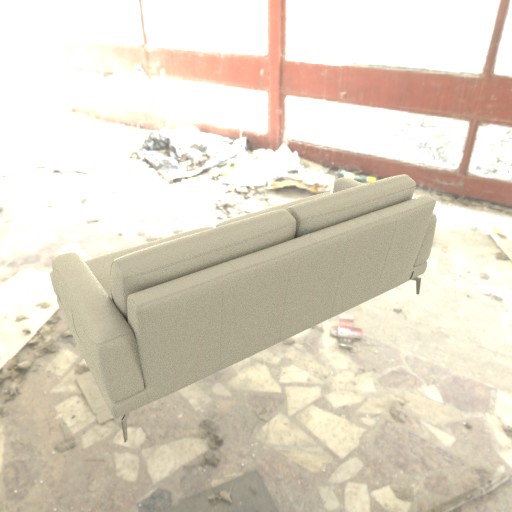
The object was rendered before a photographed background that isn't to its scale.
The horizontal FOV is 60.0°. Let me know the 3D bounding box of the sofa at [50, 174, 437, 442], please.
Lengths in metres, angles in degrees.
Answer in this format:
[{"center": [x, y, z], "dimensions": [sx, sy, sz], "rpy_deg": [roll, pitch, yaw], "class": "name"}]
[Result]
[{"center": [0.000, 0.000, 2.390], "dimensions": [1.940, 0.765, 0.974], "rpy_deg": [-19, 35, -29], "class": "sofa"}]
